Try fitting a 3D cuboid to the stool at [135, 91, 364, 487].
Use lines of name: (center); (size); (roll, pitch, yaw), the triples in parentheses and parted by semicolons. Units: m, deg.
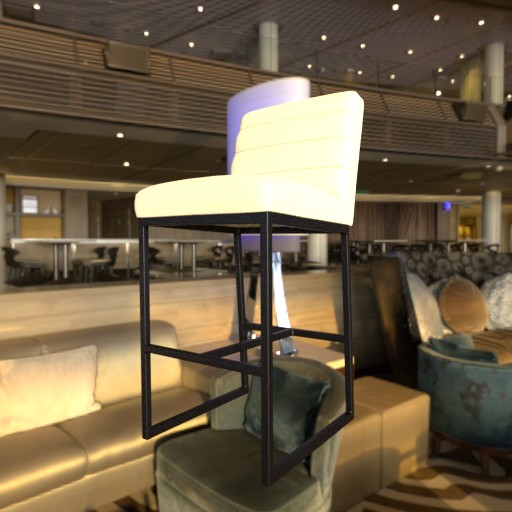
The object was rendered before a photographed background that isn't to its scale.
stool: (0.000, 0.000, 1.331); (0.460, 1.040, 0.560); (1, 2, 36)
